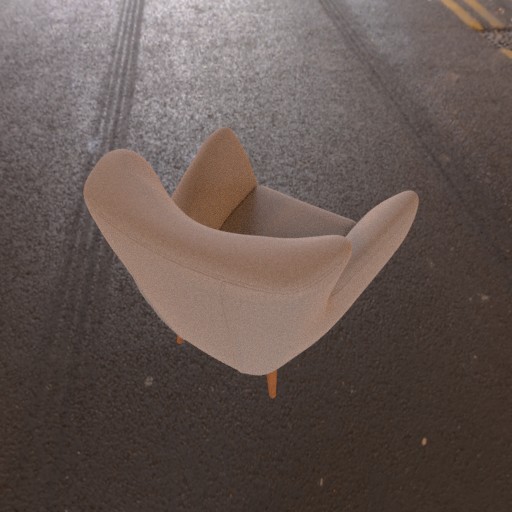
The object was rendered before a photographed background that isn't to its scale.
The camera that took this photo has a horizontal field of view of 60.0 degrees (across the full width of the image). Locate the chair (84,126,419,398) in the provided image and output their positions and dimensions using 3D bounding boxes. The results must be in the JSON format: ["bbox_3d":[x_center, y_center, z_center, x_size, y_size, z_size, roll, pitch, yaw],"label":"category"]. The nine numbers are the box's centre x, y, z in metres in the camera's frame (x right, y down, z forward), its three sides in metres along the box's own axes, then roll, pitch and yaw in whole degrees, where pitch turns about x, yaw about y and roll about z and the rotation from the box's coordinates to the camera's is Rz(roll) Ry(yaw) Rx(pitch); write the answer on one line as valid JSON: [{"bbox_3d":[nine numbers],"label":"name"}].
[{"bbox_3d":[0.000,0.000,1.625,0.890,0.889,0.889,25,52,21],"label":"chair"}]
